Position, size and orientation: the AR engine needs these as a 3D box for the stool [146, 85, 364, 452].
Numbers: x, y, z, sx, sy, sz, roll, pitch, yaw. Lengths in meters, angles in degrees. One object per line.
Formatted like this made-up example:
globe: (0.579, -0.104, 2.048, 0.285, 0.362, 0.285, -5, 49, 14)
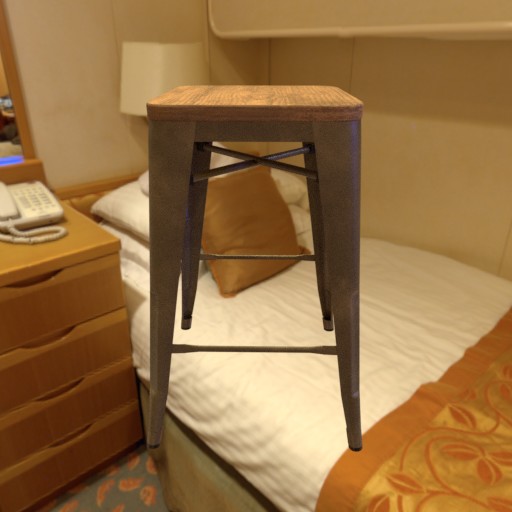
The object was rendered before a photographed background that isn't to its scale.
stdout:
stool: (0.000, 0.000, 0.878, 0.407, 0.607, 0.407, 0, 25, 1)
